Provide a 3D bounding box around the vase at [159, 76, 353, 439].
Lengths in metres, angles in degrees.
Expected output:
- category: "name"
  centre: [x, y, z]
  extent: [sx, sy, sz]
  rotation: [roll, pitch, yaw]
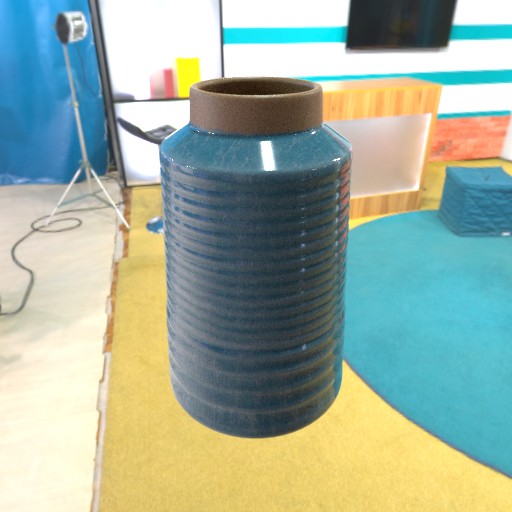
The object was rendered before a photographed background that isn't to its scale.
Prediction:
- category: "vase"
  centre: [0.000, 0.000, 0.367]
  extent: [0.163, 0.267, 0.163]
  rotation: [0, 29, 0]
